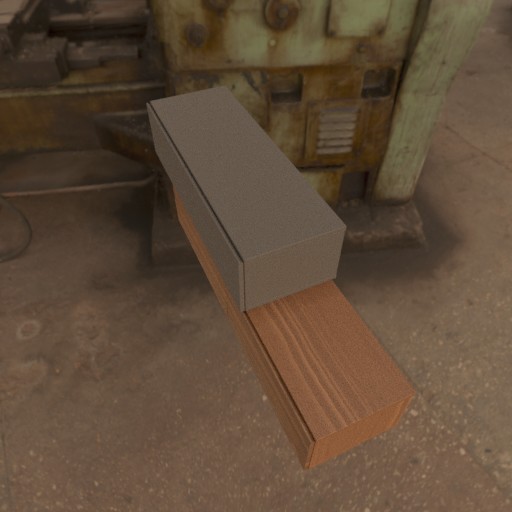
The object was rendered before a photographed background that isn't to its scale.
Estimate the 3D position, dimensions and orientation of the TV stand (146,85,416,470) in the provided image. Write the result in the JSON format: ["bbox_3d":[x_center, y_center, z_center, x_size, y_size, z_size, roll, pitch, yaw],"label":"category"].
[{"bbox_3d":[0.000,0.000,1.565,0.329,0.591,1.336,-18,50,-16],"label":"TV stand"}]
